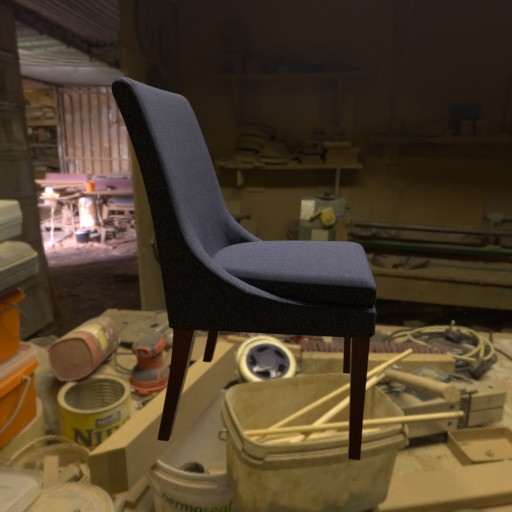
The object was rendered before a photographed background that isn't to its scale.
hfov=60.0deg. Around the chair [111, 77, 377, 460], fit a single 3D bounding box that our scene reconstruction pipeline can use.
[{"bbox_3d":[0.000,0.000,1.313,0.655,0.952,0.508,2,14,9],"label":"chair"}]
